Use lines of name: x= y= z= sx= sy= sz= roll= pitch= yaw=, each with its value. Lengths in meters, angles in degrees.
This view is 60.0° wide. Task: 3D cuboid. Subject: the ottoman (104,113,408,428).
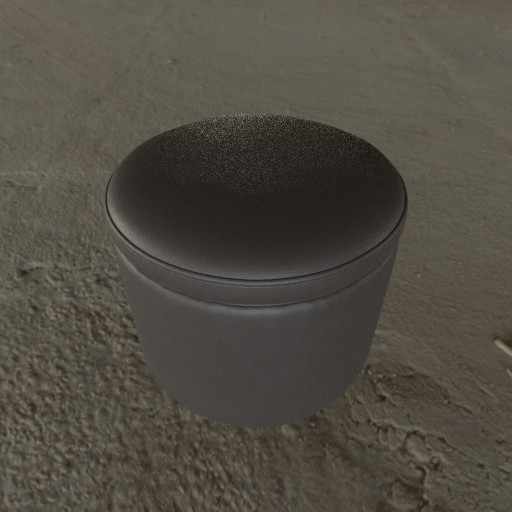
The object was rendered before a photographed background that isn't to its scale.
ottoman: x=0.000 y=0.000 z=0.855 sx=0.500 sy=0.409 sz=0.500 roll=0 pitch=41 yaw=0
